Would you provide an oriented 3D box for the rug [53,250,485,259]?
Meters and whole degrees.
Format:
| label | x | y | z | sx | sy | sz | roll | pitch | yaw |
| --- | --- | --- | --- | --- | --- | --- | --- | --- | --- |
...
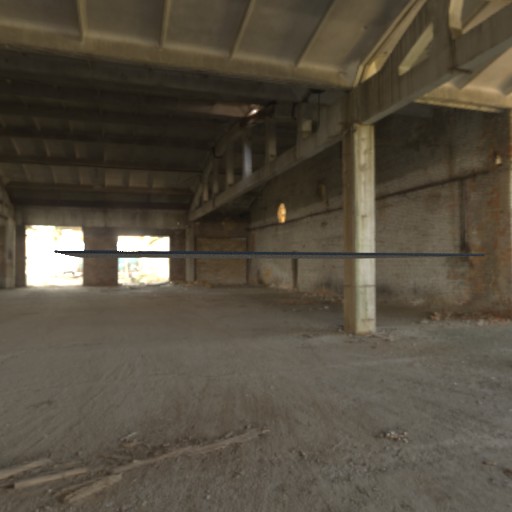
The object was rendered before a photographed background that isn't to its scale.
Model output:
| label | x | y | z | sx | sy | sz | roll | pitch | yaw |
| --- | --- | --- | --- | --- | --- | --- | --- | --- | --- |
| rug | 0.000 | 0.000 | 2.914 | 2.290 | 0.014 | 1.526 | 0 | -1 | -18 |
